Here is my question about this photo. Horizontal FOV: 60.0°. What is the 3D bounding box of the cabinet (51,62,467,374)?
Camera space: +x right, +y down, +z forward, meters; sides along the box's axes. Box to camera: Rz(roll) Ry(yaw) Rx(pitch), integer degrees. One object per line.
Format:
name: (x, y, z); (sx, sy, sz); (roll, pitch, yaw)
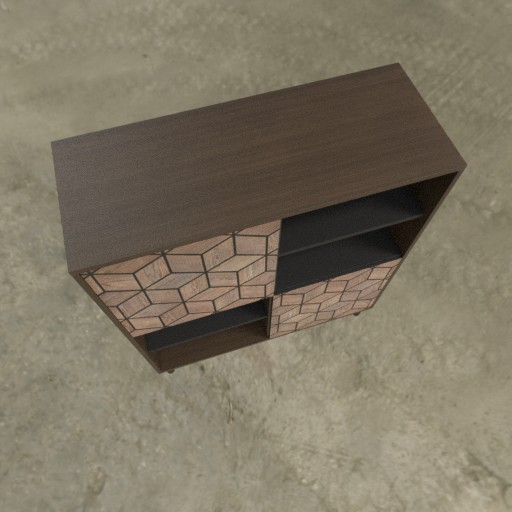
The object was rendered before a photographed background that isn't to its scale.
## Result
cabinet: (0.000, 0.000, 1.672); (1.010, 1.170, 0.400); (-16, 64, -8)
